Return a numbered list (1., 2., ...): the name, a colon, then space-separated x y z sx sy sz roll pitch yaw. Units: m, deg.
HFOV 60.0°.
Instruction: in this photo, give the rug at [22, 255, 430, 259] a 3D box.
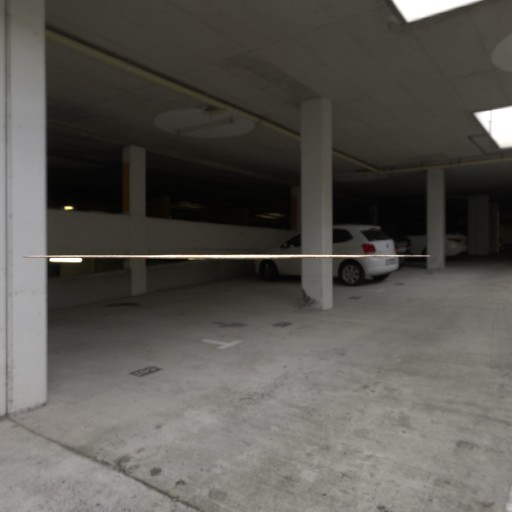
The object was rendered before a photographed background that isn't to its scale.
1. rug: 0.000 0.000 4.345 2.452 0.020 3.365 0 0 36
